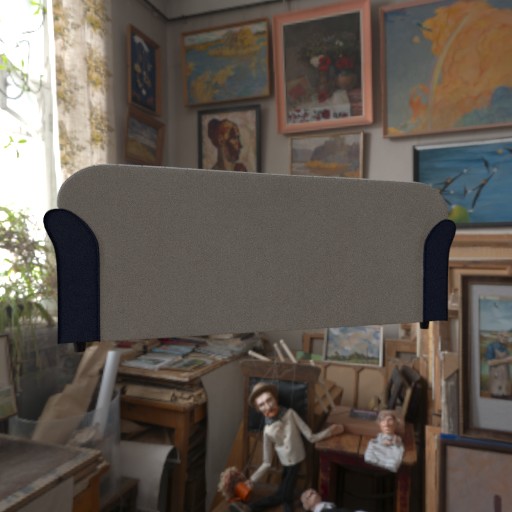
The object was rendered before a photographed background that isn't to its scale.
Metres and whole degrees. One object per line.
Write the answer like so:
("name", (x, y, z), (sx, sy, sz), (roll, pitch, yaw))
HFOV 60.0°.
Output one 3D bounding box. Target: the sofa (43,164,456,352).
("sofa", (0.000, 0.000, 2.405), (2.006, 0.789, 0.749), (0, 1, -18))
